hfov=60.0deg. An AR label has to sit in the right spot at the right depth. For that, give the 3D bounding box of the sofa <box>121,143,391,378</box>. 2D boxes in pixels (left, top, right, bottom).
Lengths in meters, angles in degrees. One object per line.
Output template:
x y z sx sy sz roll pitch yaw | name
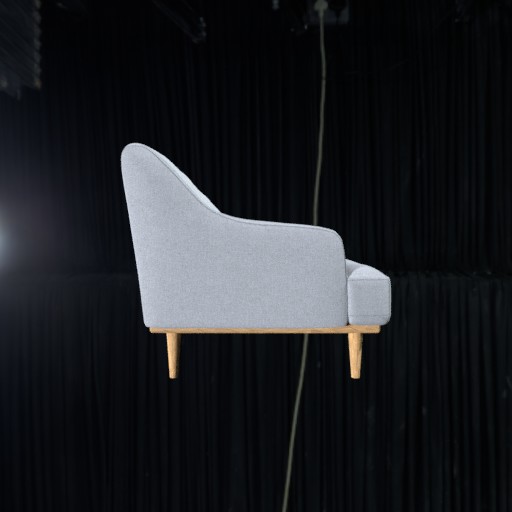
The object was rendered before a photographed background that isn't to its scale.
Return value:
0.000 0.000 2.570 0.978 0.871 2.057 0 1 0 | sofa
